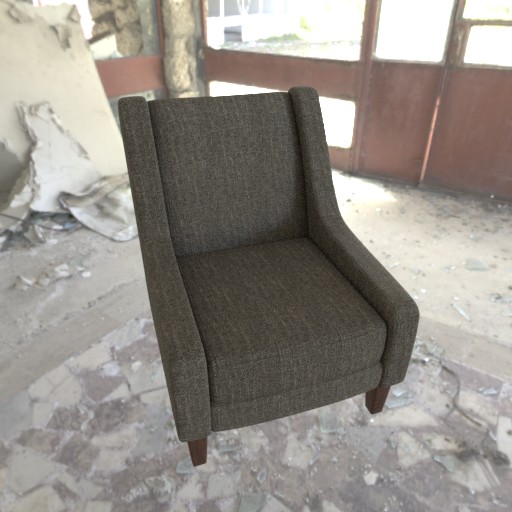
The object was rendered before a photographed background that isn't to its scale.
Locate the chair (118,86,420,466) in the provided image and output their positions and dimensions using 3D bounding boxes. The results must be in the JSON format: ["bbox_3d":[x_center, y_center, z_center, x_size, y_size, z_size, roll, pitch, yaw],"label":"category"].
[{"bbox_3d":[0.000,0.000,1.628,0.793,1.012,0.944,-10,32,-16],"label":"chair"}]
